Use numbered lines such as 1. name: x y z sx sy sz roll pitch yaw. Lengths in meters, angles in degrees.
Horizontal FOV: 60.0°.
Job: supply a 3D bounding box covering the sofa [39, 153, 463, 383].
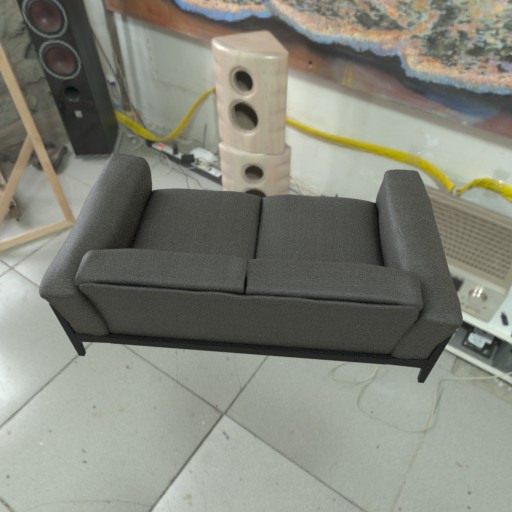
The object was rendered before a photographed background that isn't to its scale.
1. sofa: 0.000 0.000 2.192 1.690 0.656 0.960 4 48 3
